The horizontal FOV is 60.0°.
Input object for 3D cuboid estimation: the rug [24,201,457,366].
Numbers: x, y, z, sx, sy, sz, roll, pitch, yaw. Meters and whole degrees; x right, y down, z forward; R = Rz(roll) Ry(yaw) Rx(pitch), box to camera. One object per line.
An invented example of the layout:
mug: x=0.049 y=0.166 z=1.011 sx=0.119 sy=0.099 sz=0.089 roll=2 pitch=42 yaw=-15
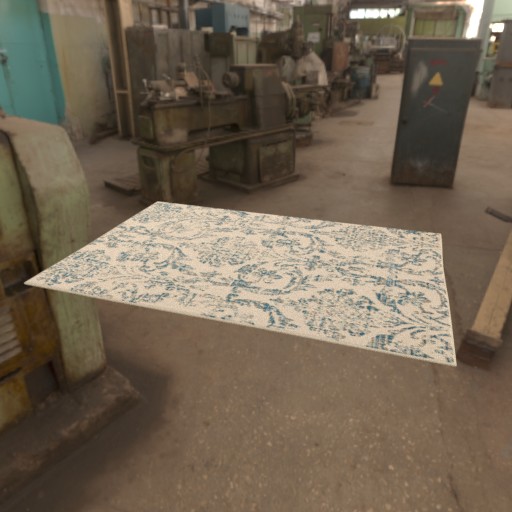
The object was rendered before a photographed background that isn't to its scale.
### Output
rug: x=0.000 y=0.000 z=2.278 sx=1.831 sy=0.012 sz=1.213 roll=8 pitch=27 yaw=16
